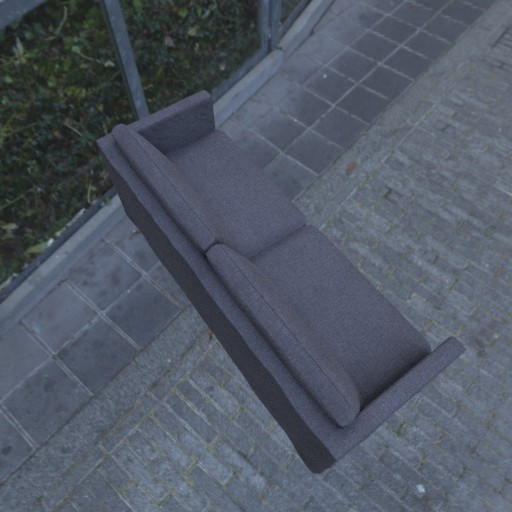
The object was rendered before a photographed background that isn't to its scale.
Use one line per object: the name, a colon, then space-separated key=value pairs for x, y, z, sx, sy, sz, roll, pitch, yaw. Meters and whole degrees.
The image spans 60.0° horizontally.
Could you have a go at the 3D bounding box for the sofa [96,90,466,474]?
sofa: x=0.000 y=0.000 z=3.217 sx=1.036 sy=0.998 sz=2.779 roll=-32 pitch=64 yaw=-18
